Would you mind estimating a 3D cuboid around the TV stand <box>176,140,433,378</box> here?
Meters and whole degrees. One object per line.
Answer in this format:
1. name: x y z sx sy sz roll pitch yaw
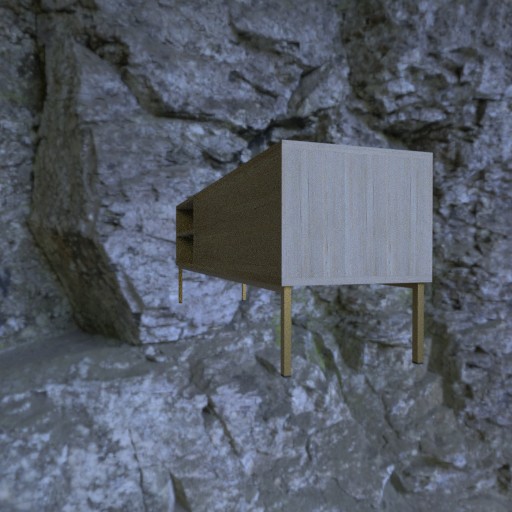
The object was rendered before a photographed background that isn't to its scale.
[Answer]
1. TV stand: 0.000 0.000 1.838 0.420 0.550 1.600 0 1 -19
